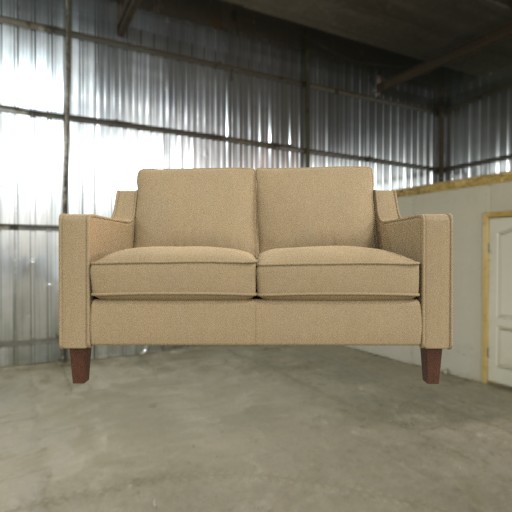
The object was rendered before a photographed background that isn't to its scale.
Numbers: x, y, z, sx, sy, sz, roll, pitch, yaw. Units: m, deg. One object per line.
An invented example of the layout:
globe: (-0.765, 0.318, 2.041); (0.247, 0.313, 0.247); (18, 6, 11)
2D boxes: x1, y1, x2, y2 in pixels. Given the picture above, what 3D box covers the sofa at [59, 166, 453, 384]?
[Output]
sofa: (0.000, 0.000, 2.142); (1.501, 0.971, 0.987); (0, 1, 0)
